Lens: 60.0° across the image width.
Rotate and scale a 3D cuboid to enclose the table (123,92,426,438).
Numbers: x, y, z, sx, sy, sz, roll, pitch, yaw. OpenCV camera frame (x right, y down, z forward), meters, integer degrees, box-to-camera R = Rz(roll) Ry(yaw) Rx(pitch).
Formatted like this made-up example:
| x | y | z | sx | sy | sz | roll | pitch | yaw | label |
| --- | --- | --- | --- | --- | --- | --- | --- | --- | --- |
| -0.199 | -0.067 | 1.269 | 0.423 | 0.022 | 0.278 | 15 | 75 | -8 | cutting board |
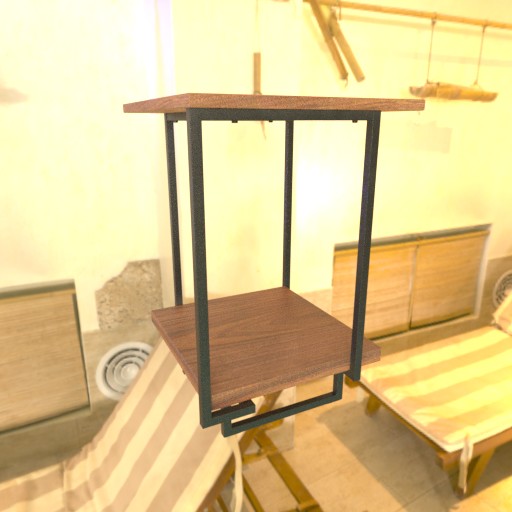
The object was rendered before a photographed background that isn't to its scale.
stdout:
| x | y | z | sx | sy | sz | roll | pitch | yaw | label |
| --- | --- | --- | --- | --- | --- | --- | --- | --- | --- |
| 0.000 | 0.000 | 0.863 | 0.384 | 0.567 | 0.411 | -8 | 19 | -25 | table |
